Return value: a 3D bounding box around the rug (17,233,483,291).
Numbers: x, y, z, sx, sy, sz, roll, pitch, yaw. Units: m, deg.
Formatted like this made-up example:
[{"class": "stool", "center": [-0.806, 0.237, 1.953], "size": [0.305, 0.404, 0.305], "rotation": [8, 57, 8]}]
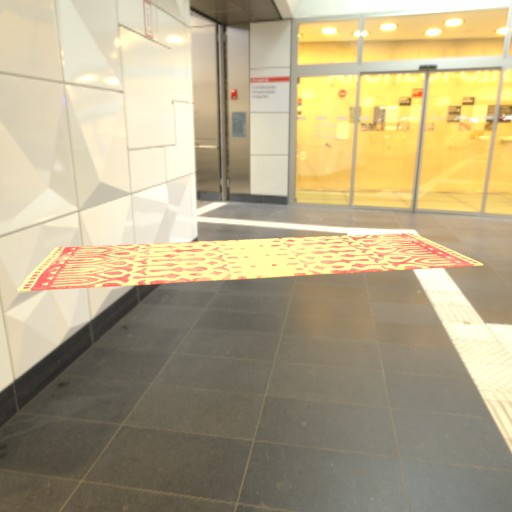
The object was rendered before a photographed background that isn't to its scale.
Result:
[{"class": "rug", "center": [0.000, 0.000, 2.652], "size": [2.458, 0.011, 0.787], "rotation": [-3, 16, -9]}]
